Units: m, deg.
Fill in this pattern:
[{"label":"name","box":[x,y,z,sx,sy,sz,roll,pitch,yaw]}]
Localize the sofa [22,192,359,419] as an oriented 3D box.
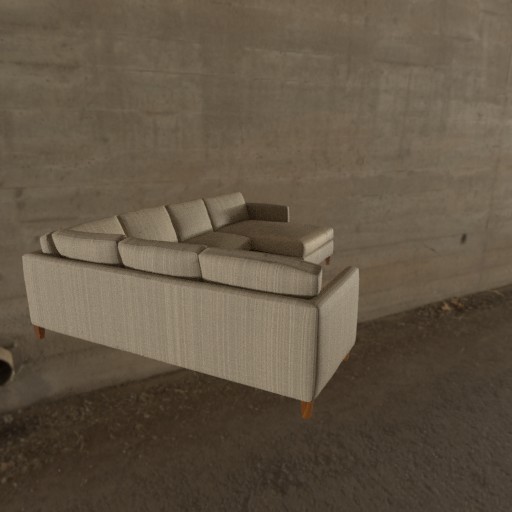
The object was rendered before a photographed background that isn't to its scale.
[{"label":"sofa","box":[0.000,0.000,4.581,2.594,0.961,3.460,8,17,26]}]
